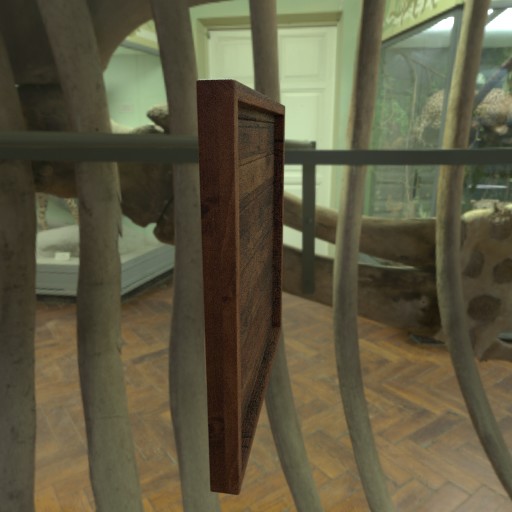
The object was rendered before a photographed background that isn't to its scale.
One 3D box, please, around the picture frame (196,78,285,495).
[{"bbox_3d":[0.000,0.000,0.526,0.028,0.356,0.352,3,16,9],"label":"picture frame"}]
